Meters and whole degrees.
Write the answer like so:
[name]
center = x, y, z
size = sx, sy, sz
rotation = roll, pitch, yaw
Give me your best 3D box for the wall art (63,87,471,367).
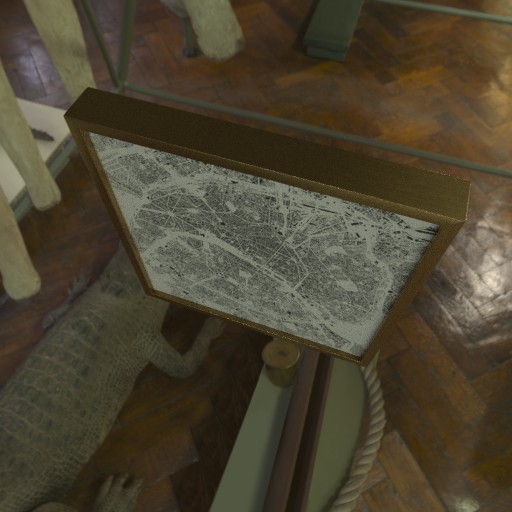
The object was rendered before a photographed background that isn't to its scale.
[wall art]
center = 0.000, 0.000, 0.455
size = 0.305, 0.305, 0.037
rotation = 17, 60, 10
